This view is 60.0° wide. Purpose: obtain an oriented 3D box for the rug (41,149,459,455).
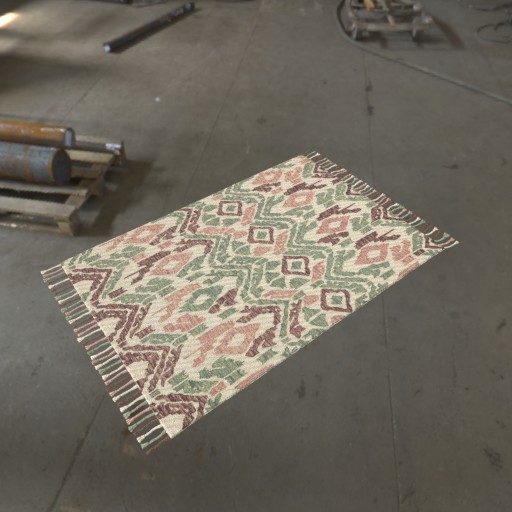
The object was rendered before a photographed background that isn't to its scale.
[{"bbox_3d":[0.000,0.000,3.004,2.438,0.011,1.524,-29,52,-25],"label":"rug"}]
